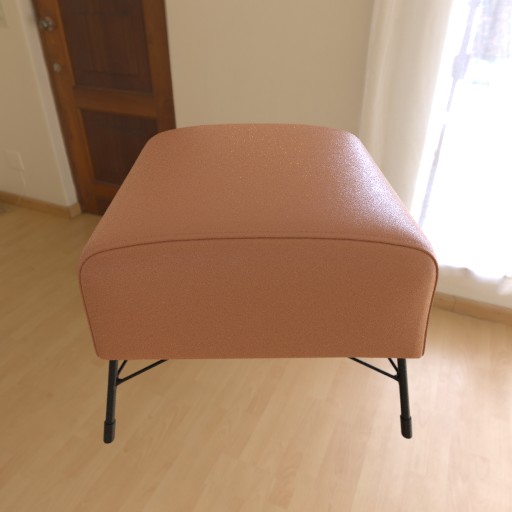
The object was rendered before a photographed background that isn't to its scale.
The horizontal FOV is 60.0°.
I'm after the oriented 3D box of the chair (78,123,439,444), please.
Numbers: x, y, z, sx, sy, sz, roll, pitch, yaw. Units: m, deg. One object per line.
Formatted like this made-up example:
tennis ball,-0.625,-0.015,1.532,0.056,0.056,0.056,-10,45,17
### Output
chair,0.000,0.000,0.867,0.530,0.410,0.530,-1,32,-1
